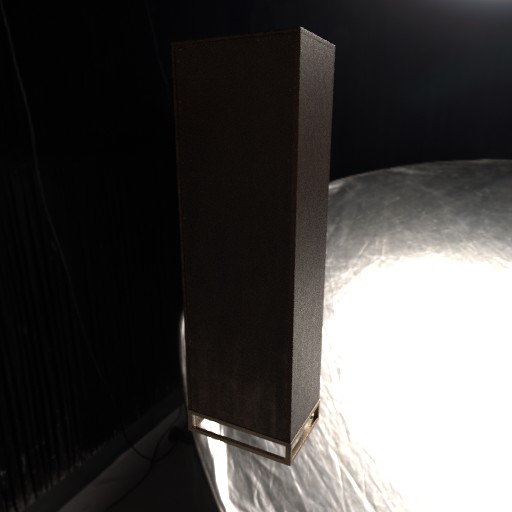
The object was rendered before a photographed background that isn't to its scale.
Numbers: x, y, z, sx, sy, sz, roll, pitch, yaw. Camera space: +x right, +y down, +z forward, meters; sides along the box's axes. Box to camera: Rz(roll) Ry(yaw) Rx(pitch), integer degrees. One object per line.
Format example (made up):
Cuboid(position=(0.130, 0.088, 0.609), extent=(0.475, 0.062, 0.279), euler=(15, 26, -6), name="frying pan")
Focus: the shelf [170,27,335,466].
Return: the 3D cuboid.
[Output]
Cuboid(position=(0.000, 0.000, 1.978), extent=(0.539, 1.732, 0.395), euler=(8, 18, 26), name="shelf")
